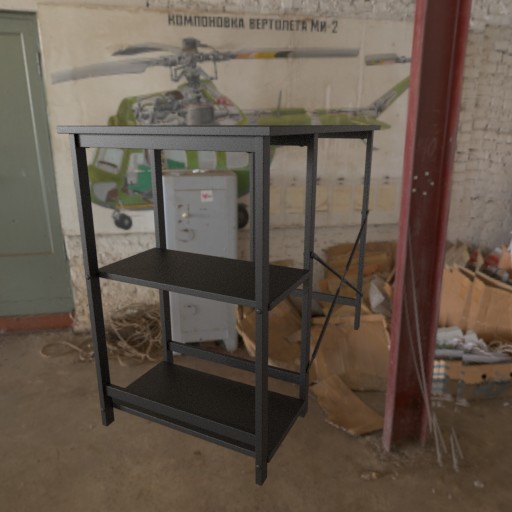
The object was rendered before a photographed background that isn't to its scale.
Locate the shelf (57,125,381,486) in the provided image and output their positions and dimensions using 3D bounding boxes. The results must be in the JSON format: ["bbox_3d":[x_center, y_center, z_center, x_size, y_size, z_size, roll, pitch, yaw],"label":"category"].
[{"bbox_3d":[0.000,0.000,1.326,0.498,0.749,0.902,8,18,25],"label":"shelf"}]
